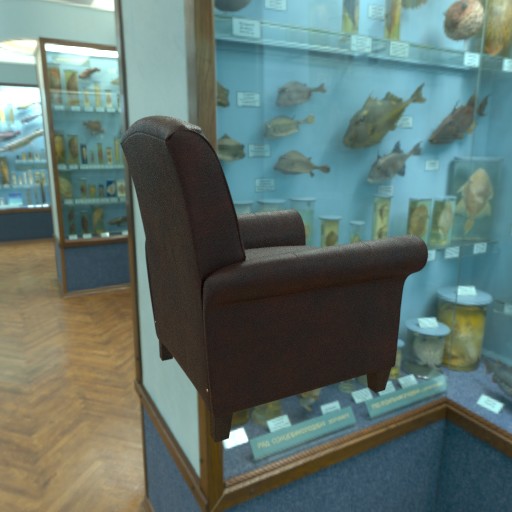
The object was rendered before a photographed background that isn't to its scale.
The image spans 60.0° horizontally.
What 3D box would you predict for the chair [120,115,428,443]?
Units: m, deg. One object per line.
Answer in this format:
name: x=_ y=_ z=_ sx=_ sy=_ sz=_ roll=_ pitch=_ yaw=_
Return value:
chair: x=0.000 y=0.000 z=1.809 sx=0.902 sy=1.061 sz=0.978 roll=-7 pitch=15 yaw=-26
